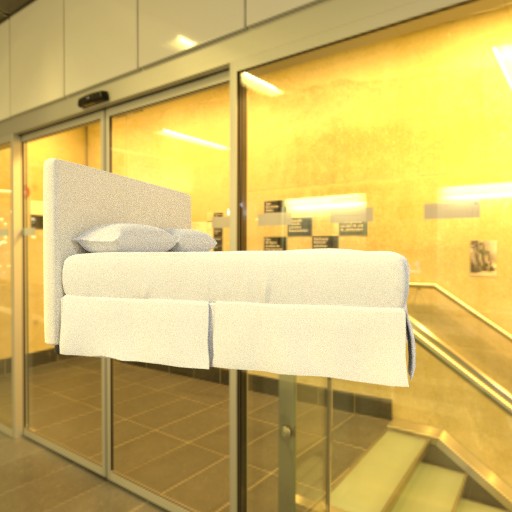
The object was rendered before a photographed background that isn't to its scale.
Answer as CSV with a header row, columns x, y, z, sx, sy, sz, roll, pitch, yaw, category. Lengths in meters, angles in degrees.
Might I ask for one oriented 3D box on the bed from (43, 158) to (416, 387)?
x,y,z,sx,sy,sz,roll,pitch,yaw,category
0.000,0.000,3.521,2.341,1.317,2.119,0,1,17,bed
